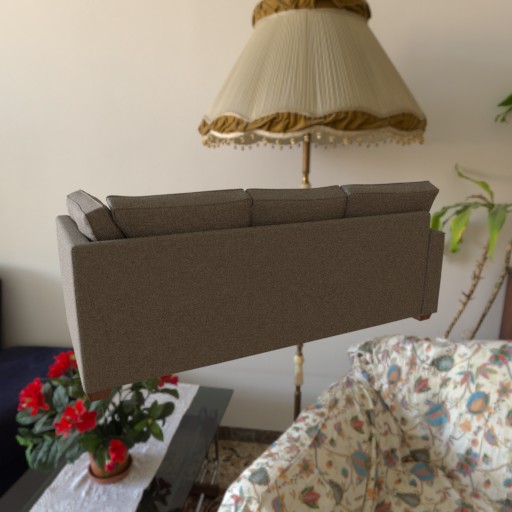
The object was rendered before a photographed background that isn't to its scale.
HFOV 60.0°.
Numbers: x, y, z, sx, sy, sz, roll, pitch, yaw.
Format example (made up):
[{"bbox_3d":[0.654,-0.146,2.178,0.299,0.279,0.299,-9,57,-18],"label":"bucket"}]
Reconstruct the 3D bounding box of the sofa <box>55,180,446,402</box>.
[{"bbox_3d":[0.000,0.000,2.907,2.317,0.962,1.061,-7,16,-26],"label":"sofa"}]
